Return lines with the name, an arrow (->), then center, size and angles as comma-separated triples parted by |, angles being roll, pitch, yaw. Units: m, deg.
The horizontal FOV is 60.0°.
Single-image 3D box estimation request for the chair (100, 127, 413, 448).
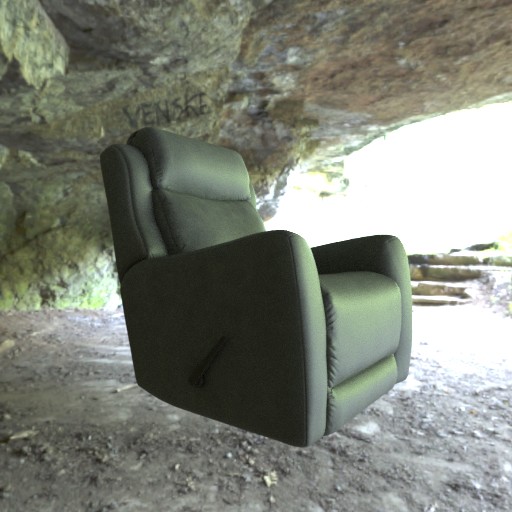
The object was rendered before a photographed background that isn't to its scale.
chair -> 0.000, 0.000, 1.898 | 1.068, 1.116, 0.967 | 1, 1, 38
